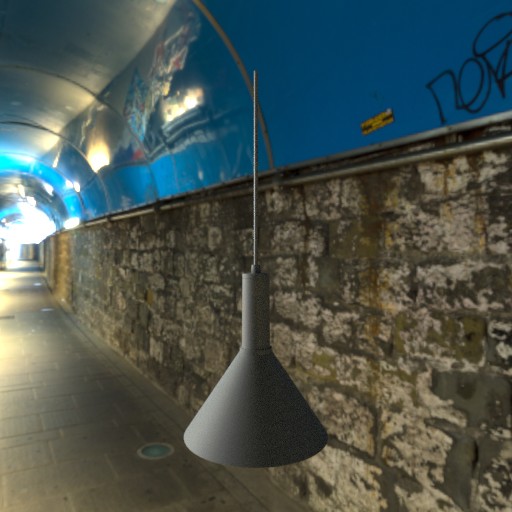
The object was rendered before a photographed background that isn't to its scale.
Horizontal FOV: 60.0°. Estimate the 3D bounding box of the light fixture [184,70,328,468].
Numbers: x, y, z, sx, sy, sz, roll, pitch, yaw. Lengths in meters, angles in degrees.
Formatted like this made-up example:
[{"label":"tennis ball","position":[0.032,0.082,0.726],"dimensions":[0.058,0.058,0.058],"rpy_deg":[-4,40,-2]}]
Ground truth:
[{"label":"light fixture","position":[0.000,0.000,0.824],"dimensions":[0.267,0.683,0.267],"rpy_deg":[0,1,-18]}]
